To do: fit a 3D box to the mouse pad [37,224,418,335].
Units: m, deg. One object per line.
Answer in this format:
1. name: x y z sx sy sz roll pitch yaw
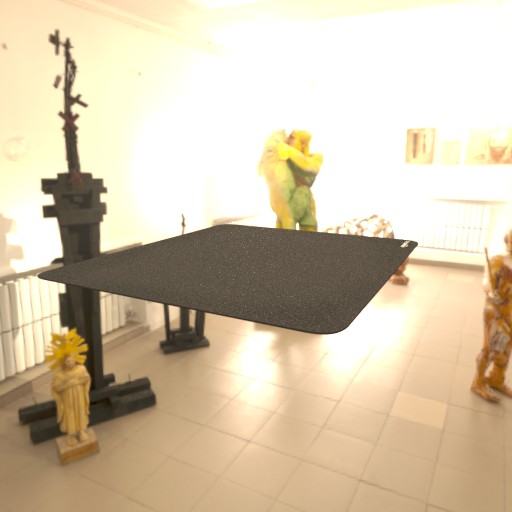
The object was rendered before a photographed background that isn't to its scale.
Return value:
1. mouse pad: 0.000 0.000 0.647 0.393 0.002 0.451 7 15 27
